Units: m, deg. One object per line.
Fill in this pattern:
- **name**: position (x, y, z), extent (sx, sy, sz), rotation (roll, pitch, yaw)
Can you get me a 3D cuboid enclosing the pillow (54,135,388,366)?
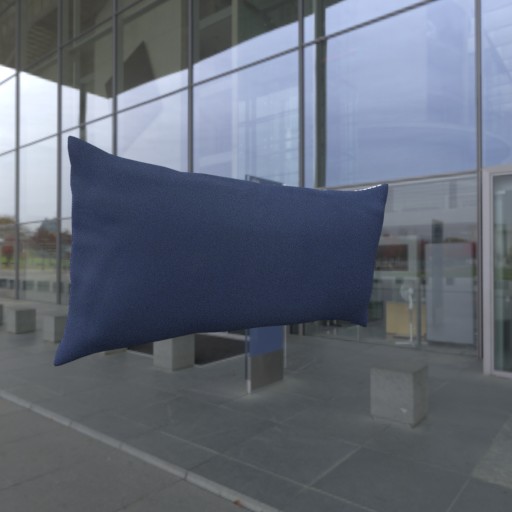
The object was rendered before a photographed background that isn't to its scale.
- **pillow**: position (0.000, 0.000, 0.731), extent (0.608, 0.292, 0.156), rotation (0, -1, -36)
